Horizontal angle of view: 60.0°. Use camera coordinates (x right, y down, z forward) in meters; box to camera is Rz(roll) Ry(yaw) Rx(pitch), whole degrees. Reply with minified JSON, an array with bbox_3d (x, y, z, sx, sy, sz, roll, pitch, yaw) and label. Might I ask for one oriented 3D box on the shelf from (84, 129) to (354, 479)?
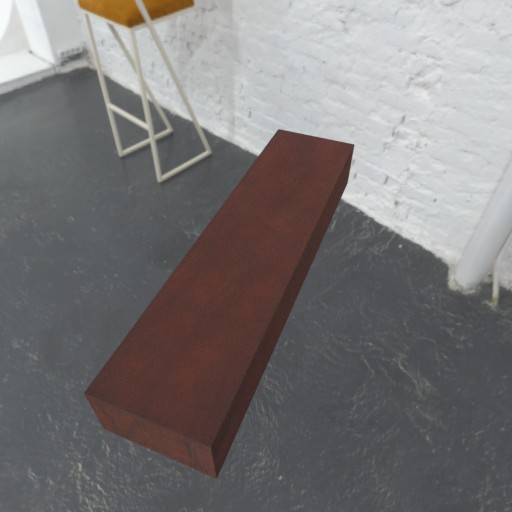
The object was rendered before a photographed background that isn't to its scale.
[{"bbox_3d":[0.000,0.000,0.685,0.152,0.088,0.607,16,47,15],"label":"shelf"}]
